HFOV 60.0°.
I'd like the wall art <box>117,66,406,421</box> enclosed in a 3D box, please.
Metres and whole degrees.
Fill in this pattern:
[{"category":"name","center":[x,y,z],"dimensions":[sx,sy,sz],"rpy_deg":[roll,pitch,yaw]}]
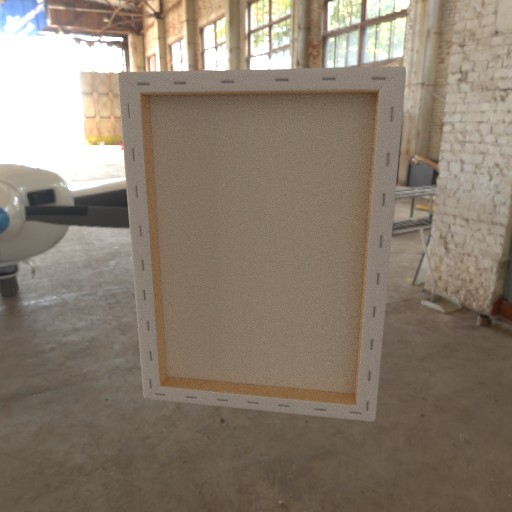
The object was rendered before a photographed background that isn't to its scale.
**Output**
[{"category":"wall art","center":[0.000,0.000,0.789],"dimensions":[0.455,0.613,0.037],"rpy_deg":[3,17,9]}]
